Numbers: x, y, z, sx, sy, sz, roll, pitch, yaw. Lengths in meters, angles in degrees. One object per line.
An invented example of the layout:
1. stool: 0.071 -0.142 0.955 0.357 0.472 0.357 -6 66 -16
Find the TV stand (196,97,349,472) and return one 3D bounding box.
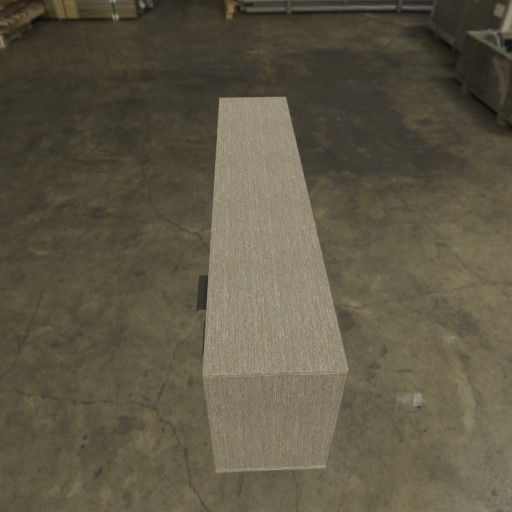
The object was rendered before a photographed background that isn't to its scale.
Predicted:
1. TV stand: 0.000 0.000 2.063 0.405 0.787 1.804 -1 41 -2
